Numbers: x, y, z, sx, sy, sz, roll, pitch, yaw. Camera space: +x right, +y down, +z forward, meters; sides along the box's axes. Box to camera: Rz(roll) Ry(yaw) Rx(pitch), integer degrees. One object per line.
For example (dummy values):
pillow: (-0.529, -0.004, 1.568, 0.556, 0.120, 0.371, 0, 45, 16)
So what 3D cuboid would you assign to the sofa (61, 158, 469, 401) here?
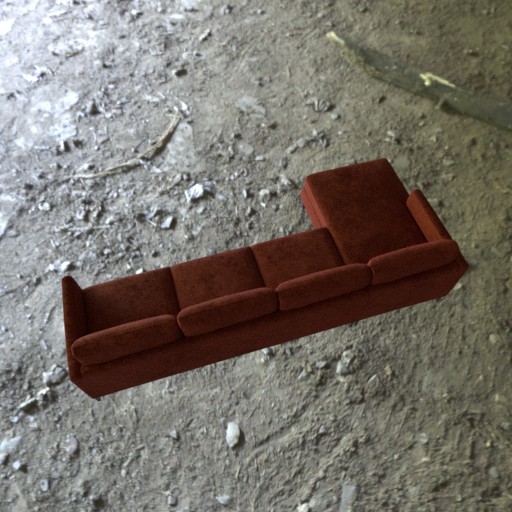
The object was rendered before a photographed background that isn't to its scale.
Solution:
sofa: (0.000, 0.000, 2.972, 2.467, 0.663, 1.136, -15, 59, -9)
